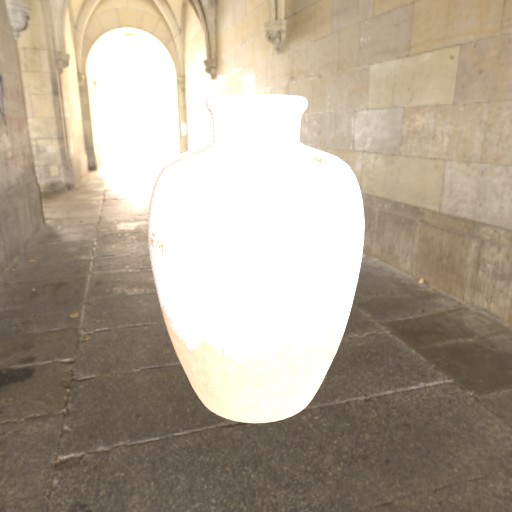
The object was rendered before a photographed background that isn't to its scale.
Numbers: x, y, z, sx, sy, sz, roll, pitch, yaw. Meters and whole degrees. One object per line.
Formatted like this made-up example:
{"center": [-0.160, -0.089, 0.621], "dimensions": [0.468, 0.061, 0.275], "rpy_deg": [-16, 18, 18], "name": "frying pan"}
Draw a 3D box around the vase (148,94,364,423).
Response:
{"center": [0.000, 0.000, 0.338], "dimensions": [0.158, 0.228, 0.158], "rpy_deg": [0, 16, 0], "name": "vase"}
